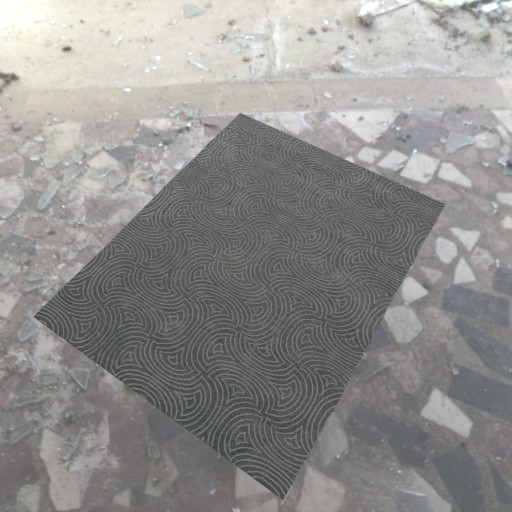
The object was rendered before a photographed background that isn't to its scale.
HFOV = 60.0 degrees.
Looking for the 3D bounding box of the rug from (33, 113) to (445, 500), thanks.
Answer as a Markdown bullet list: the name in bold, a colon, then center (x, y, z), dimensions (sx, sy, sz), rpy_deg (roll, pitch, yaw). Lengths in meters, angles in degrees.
- **rug**: center (0.000, 0.000, 4.013), dimensions (2.456, 0.021, 3.042), rpy_deg (29, 62, 17)
